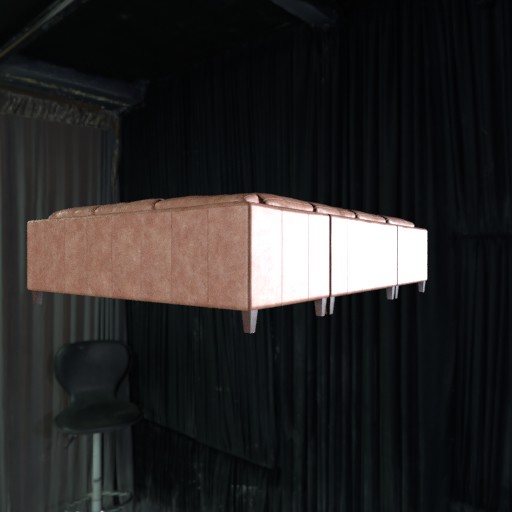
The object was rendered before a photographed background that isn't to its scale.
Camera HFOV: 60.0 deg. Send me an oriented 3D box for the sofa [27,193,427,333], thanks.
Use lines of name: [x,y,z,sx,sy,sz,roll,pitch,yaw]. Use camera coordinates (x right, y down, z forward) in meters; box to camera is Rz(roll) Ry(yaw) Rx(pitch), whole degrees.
sofa: [0.000,0.000,4.480,2.430,0.832,3.401,0,0,36]
